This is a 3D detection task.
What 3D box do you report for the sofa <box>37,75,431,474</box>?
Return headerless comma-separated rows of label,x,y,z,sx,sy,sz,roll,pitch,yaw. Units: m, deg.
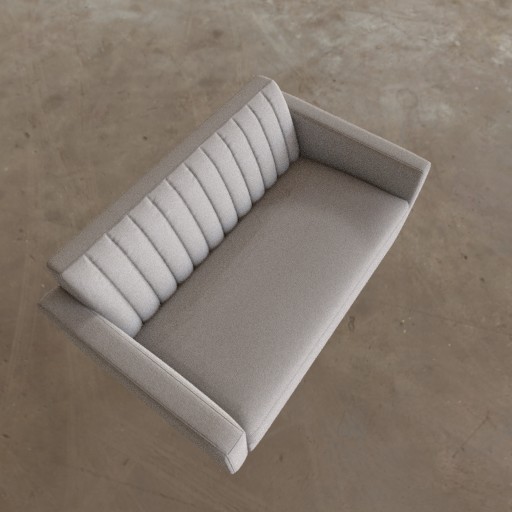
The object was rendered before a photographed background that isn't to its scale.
sofa,0.000,0.000,2.082,0.950,0.801,1.585,32,64,18
